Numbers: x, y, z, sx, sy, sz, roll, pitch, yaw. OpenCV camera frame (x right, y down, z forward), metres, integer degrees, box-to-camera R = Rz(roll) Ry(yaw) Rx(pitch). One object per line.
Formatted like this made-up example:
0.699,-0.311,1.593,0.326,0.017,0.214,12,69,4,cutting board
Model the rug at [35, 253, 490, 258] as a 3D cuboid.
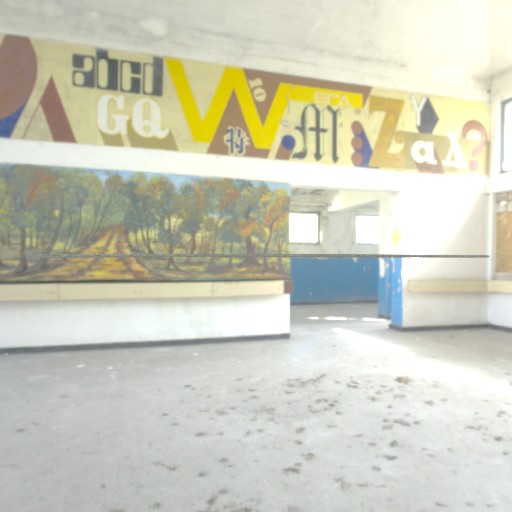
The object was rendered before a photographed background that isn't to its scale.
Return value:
0.000,0.000,3.041,2.498,0.022,1.535,0,0,-17,rug
